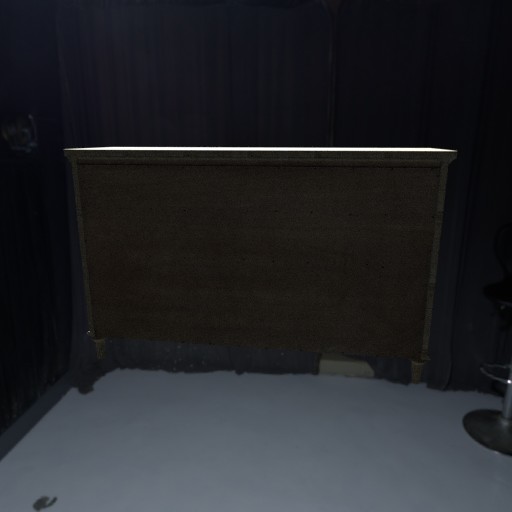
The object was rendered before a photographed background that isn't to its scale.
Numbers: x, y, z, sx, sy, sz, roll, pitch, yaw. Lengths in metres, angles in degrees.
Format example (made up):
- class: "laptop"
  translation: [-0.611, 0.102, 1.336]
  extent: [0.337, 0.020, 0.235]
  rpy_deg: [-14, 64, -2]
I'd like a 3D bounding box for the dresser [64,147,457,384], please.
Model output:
- class: "dresser"
  translation: [0.000, 0.000, 2.161]
  extent: [1.626, 1.016, 0.457]
  rpy_deg: [2, 15, 8]
